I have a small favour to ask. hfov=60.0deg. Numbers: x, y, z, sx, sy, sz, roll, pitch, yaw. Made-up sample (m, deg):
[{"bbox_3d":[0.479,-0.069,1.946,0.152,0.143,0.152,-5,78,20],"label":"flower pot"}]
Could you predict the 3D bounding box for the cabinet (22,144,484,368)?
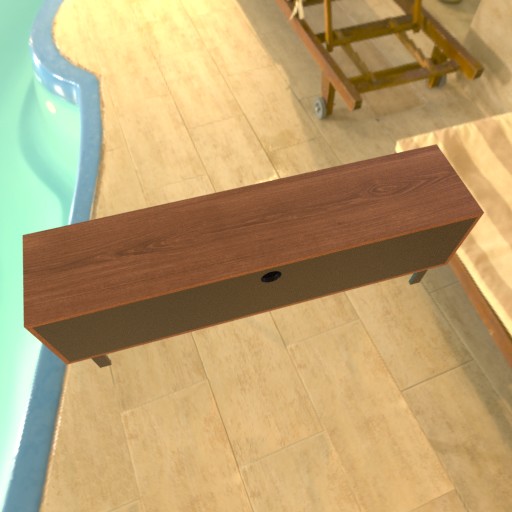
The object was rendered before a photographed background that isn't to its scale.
[{"bbox_3d":[0.000,0.000,1.840,1.650,0.500,0.400,-14,59,-8],"label":"cabinet"}]
